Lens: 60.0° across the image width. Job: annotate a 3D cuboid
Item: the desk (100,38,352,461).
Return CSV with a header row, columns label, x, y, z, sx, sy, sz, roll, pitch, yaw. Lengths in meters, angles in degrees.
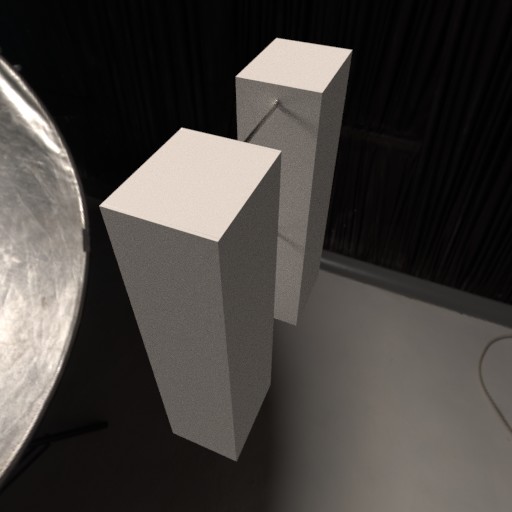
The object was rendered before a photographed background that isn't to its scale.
label,x,y,z,sx,sy,sz,roll,pitch,yaw
desk,0.000,0.000,2.826,0.480,2.000,1.770,17,48,16
